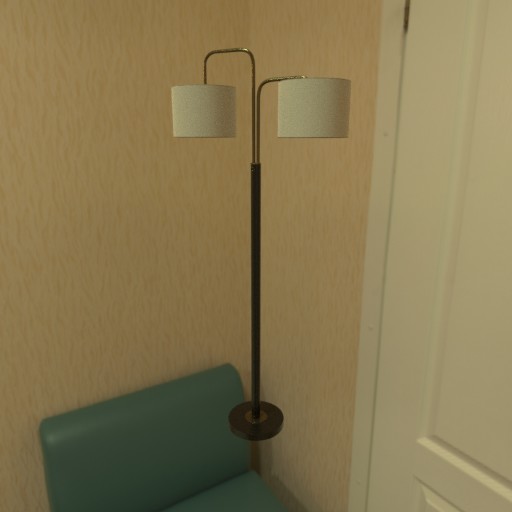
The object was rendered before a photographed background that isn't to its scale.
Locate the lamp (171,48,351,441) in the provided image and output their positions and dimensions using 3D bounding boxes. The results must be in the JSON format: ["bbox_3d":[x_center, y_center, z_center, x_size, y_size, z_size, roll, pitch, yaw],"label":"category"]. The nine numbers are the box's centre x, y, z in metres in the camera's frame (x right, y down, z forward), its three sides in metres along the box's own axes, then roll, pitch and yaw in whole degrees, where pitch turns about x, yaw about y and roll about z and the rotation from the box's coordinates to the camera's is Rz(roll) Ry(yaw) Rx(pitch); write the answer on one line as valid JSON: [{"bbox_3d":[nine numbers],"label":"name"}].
[{"bbox_3d":[0.000,0.000,1.826,0.711,1.587,0.254,7,17,25],"label":"lamp"}]
